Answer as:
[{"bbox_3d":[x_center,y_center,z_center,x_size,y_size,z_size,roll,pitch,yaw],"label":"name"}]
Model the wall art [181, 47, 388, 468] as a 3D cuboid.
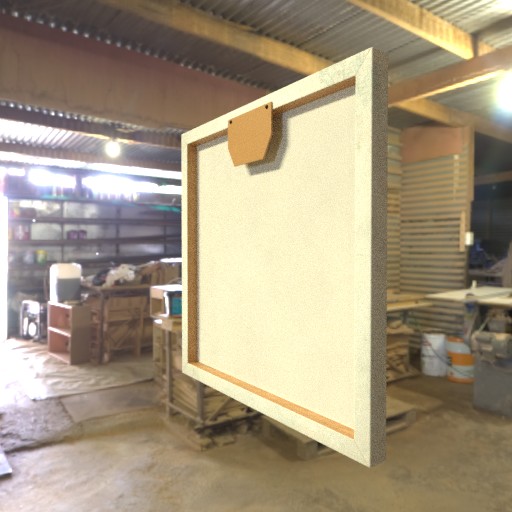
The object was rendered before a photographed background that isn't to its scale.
[{"bbox_3d":[0.000,0.000,0.889,0.044,0.605,0.605,-1,1,-36],"label":"wall art"}]
